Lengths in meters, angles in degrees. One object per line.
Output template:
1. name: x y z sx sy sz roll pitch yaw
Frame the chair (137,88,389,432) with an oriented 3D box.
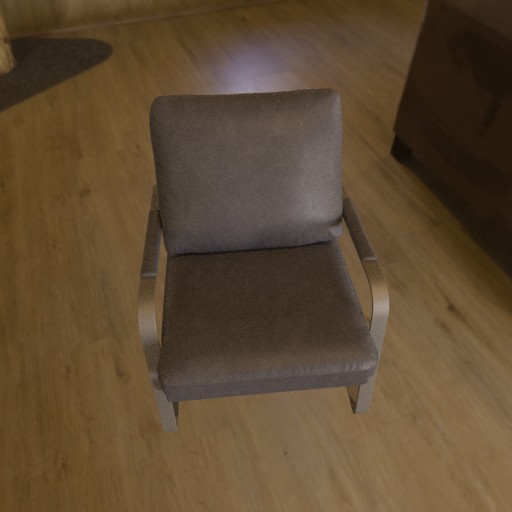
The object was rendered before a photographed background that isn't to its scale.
1. chair: 0.000 0.000 1.461 0.692 0.839 0.878 -4 48 -4
